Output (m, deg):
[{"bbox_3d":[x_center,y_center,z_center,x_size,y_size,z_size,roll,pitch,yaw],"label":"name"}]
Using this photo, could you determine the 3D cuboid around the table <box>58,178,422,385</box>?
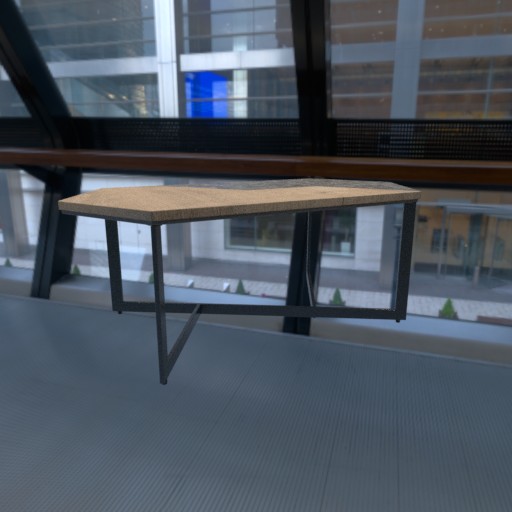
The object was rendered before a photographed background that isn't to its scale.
[{"bbox_3d":[0.000,0.000,1.536,1.219,0.457,0.609,-8,16,-28],"label":"table"}]
